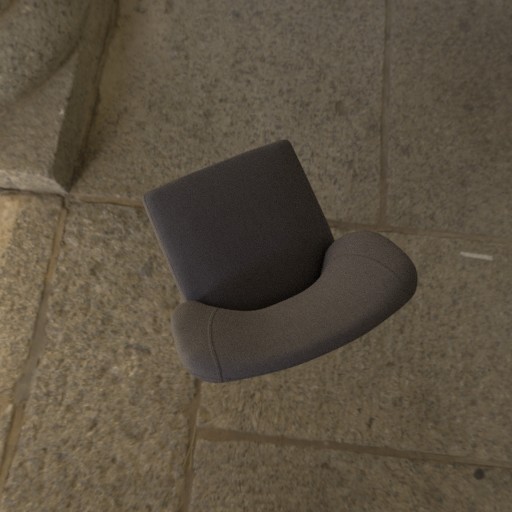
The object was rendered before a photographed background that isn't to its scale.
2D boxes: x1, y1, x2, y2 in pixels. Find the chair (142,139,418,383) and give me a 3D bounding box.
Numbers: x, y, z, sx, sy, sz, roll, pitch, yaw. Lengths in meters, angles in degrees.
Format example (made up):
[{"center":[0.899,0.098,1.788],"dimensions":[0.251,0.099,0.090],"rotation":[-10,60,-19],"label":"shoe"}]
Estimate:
[{"center":[0.000,0.000,1.240],"dimensions":[0.506,0.879,0.619],"rotation":[-23,76,-6],"label":"chair"}]
